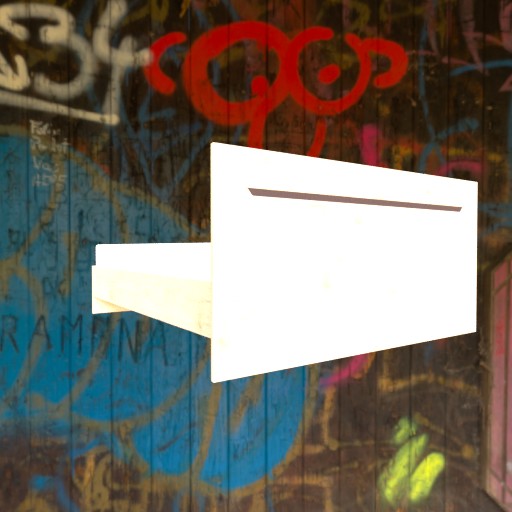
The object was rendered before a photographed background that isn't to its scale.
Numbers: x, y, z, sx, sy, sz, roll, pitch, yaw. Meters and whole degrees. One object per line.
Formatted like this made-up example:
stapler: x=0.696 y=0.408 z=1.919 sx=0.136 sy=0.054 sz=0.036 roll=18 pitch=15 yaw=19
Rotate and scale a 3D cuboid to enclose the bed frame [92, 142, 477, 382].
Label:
bed frame: x=0.000 y=0.000 z=3.021 sx=1.800 sy=0.900 sz=2.080 roll=-1 pitch=1 yaw=-34
